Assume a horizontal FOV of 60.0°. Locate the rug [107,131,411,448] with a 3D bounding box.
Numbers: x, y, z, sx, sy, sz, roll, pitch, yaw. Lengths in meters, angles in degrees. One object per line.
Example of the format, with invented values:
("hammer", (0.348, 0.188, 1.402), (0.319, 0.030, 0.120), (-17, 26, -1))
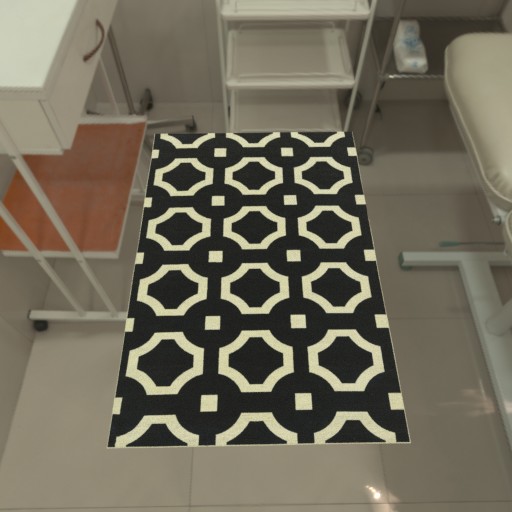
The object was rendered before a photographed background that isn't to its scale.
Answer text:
("rug", (0.000, 0.000, 2.868), (1.555, 0.016, 2.286), (-1, 58, 0))
